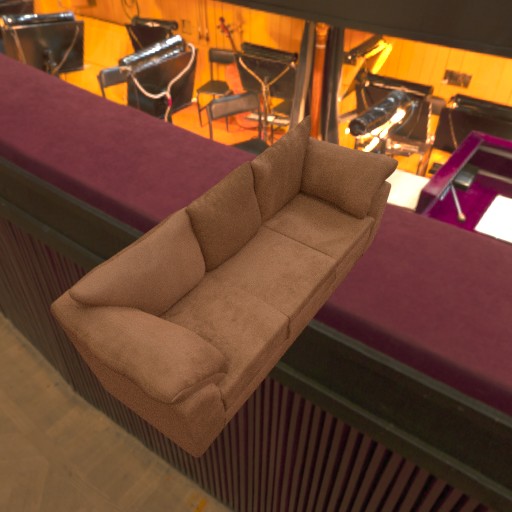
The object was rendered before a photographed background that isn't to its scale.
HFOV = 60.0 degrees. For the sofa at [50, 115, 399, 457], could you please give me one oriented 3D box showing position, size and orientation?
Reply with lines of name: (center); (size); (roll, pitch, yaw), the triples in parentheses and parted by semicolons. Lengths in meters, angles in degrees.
sofa: (0.000, 0.000, 2.817); (0.893, 0.981, 2.377); (25, 47, 26)
